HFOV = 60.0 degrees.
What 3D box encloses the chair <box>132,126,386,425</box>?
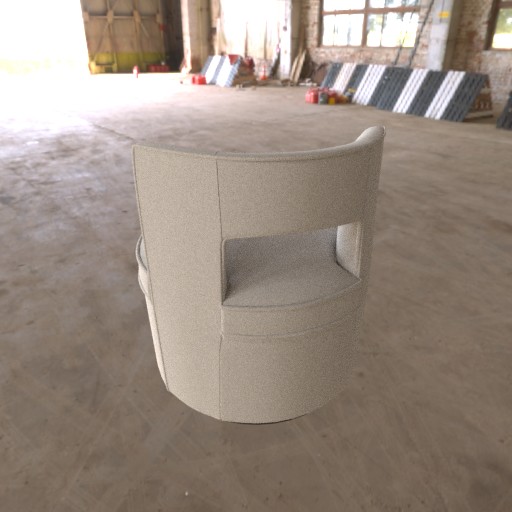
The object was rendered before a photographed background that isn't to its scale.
[{"bbox_3d":[0.000,0.000,1.249,0.650,0.723,0.665,-9,28,-17],"label":"chair"}]
